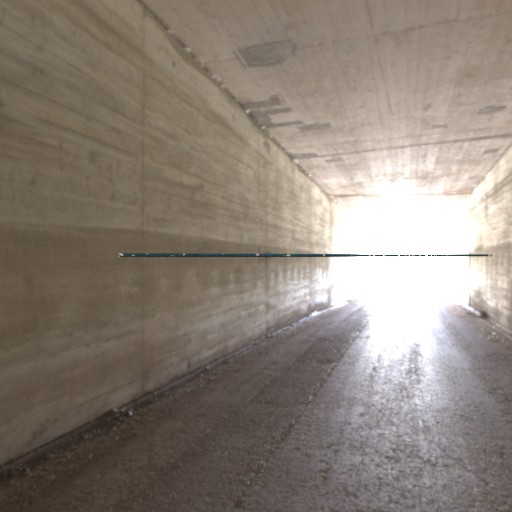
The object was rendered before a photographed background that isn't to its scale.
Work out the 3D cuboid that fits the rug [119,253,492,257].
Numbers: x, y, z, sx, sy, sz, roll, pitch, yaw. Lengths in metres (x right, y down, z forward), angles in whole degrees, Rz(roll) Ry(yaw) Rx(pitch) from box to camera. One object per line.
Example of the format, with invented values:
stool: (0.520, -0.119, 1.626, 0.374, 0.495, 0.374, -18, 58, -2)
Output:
rug: (0.000, 0.000, 4.080, 2.416, 0.014, 3.017, 0, 0, -17)
